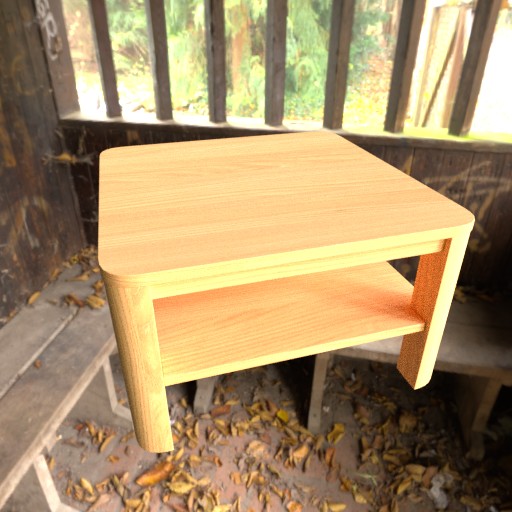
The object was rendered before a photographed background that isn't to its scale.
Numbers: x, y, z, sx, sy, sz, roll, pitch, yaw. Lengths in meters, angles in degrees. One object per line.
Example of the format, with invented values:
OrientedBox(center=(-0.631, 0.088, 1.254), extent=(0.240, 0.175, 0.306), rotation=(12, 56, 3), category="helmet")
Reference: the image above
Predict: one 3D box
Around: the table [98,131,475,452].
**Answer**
OrientedBox(center=(0.000, 0.000, 1.218), extent=(0.750, 0.450, 0.750), rotation=(-9, 31, -14), category="table")
